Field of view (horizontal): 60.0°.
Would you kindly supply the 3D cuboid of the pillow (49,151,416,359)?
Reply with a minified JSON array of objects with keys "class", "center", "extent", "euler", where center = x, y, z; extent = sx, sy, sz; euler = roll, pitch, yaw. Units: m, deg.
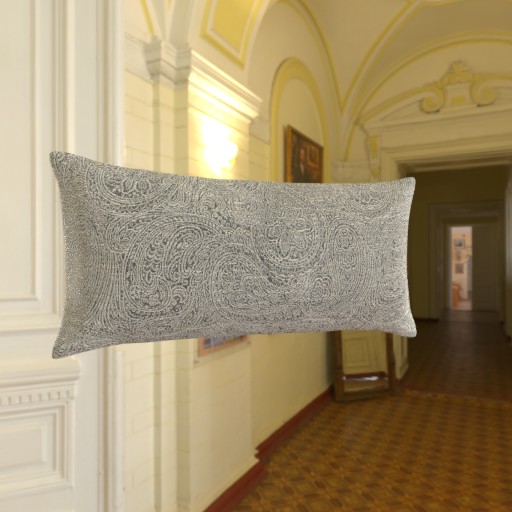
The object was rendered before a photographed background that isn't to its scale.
[{"class":"pillow","center":[0.000,0.000,0.722],"extent":[0.615,0.295,0.151],"euler":[0,-1,-18]}]
